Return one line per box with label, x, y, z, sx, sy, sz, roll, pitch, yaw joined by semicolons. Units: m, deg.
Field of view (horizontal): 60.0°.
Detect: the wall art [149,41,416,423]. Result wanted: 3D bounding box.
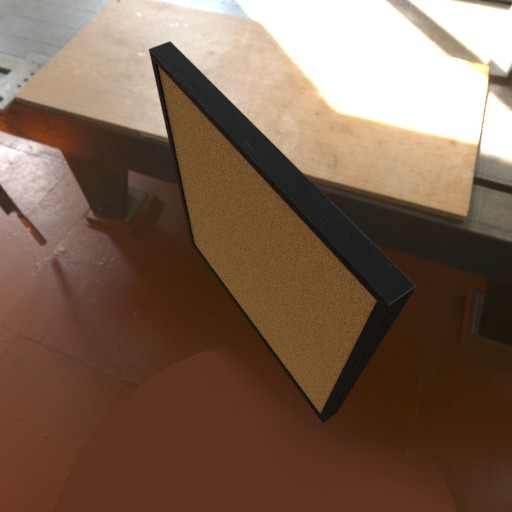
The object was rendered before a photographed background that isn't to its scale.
wall art;0.000;0.000;0.755;0.036;0.506;0.506;-30;62;-18
